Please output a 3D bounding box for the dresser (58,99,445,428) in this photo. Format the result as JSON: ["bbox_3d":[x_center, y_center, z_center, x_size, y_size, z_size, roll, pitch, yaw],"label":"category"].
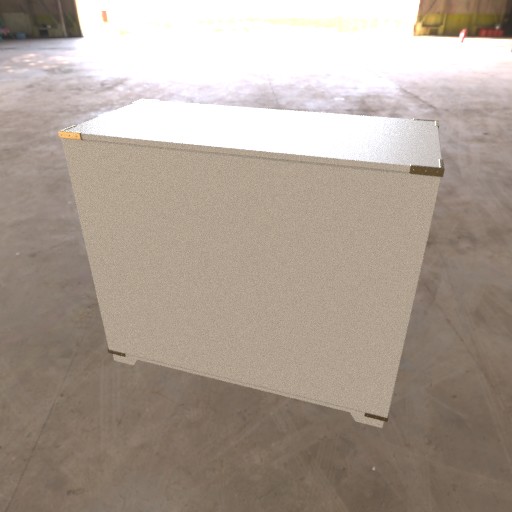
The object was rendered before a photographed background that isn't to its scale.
[{"bbox_3d":[0.000,0.000,1.527,1.022,0.891,0.460,9,32,15],"label":"dresser"}]
